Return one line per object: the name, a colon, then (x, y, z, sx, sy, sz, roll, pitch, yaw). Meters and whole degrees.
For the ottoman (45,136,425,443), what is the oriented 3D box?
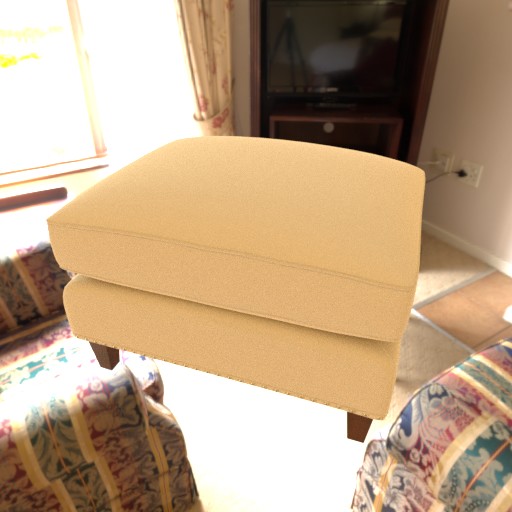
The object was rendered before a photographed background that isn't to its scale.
ottoman: (0.000, 0.000, 1.119, 0.741, 0.513, 0.584, 10, 33, 16)
